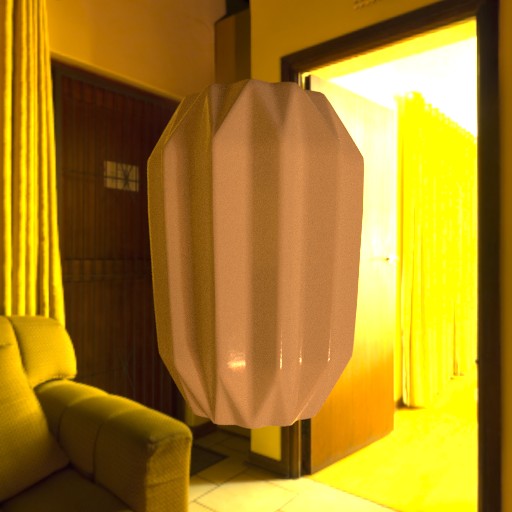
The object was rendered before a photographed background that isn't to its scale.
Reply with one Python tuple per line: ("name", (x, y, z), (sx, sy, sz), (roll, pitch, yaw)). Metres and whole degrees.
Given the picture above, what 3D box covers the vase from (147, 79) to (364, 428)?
("vase", (0.000, 0.000, 0.408), (0.195, 0.275, 0.195), (0, 0, 0))
